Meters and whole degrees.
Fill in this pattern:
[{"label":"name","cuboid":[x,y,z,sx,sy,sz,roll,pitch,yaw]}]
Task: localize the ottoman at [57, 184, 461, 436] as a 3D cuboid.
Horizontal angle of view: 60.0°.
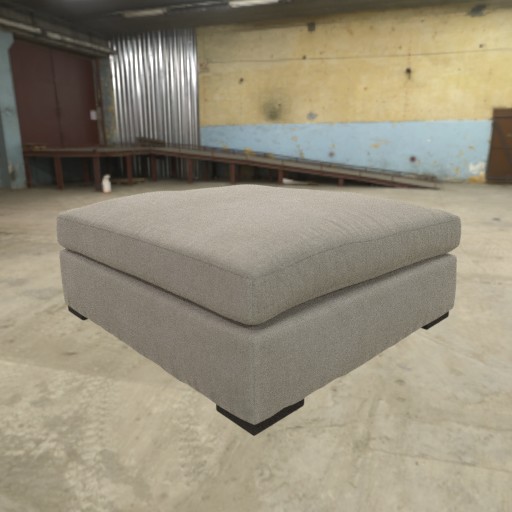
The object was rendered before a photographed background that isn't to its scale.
[{"label":"ottoman","cuboid":[0.000,0.000,1.784,1.171,0.517,1.203,-14,20,-42]}]
